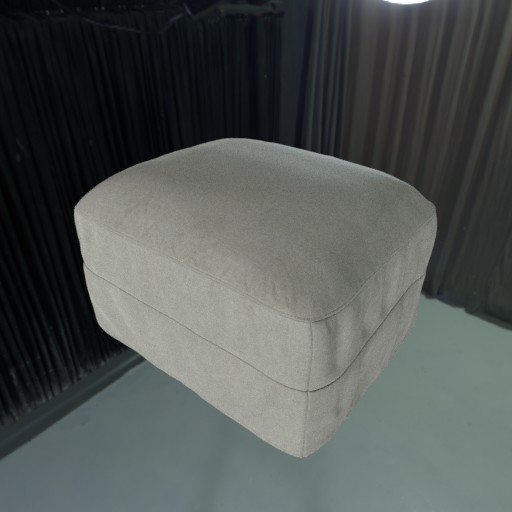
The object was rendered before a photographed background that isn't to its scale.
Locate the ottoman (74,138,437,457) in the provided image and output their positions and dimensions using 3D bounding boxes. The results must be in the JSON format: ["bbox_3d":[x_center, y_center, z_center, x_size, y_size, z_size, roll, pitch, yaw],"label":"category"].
[{"bbox_3d":[0.000,0.000,1.089,0.712,0.480,0.584,23,39,31],"label":"ottoman"}]
